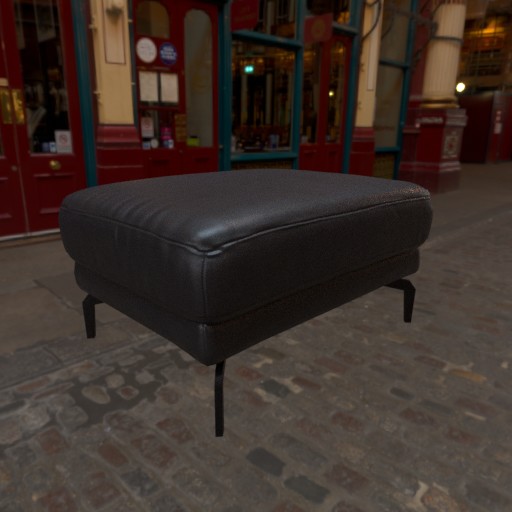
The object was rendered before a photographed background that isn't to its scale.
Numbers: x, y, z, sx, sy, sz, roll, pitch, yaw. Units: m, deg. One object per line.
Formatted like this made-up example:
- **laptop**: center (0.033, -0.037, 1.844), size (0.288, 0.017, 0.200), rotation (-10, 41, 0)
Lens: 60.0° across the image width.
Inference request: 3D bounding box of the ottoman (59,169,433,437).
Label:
- **ottoman**: center (0.000, 0.000, 1.102), size (0.764, 0.402, 0.570), rotation (-15, 22, -42)
